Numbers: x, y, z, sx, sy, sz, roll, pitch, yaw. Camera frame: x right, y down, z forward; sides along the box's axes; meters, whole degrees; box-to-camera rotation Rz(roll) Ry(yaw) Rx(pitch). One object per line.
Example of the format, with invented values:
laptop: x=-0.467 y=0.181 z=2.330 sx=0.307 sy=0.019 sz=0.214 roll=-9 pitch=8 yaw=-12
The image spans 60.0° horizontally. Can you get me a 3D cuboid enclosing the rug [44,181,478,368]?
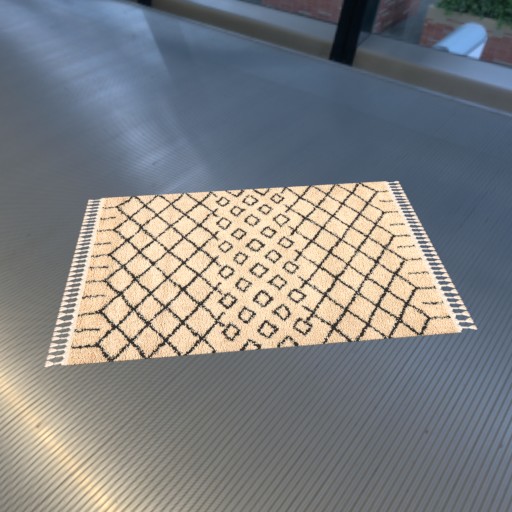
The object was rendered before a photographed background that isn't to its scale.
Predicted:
rug: x=0.000 y=0.000 z=2.451 sx=2.006 sy=0.008 sz=1.196 roll=-4 pitch=46 yaw=-4
